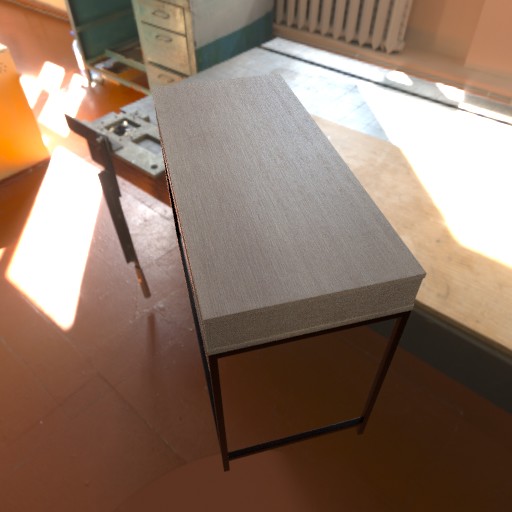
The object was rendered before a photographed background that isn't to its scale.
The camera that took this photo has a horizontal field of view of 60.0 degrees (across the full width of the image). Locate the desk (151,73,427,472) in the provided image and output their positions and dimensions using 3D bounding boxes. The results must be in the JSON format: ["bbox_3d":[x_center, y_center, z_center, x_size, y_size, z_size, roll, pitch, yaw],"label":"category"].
[{"bbox_3d":[0.000,0.000,1.471,0.470,0.762,1.016,-11,46,-10],"label":"desk"}]
